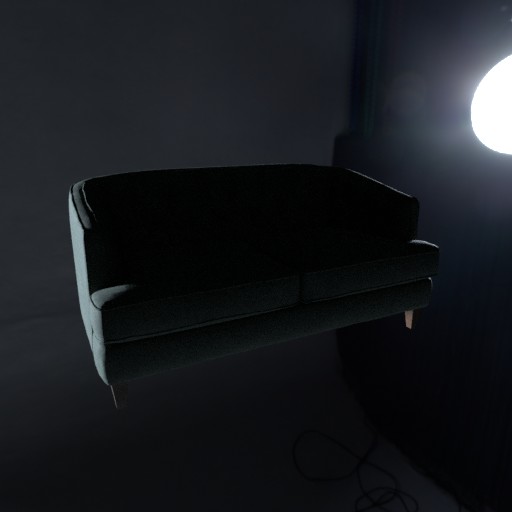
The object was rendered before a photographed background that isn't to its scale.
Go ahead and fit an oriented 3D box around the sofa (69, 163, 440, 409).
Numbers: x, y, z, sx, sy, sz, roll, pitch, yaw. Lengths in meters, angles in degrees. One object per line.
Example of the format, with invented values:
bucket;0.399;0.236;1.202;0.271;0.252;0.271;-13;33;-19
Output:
sofa;0.000;0.000;2.307;1.733;0.855;0.941;-8;19;-26
